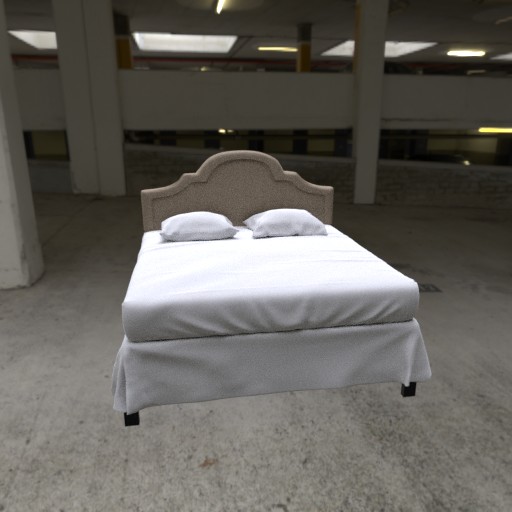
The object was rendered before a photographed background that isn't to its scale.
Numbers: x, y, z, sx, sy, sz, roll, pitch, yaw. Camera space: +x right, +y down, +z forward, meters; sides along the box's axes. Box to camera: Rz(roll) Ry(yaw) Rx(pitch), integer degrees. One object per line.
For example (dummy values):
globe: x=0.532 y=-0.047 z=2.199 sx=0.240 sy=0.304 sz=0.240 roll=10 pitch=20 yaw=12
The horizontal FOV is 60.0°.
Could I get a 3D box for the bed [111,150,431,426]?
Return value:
bed: x=0.000 y=0.000 z=3.758 sx=2.303 sy=1.631 sz=2.222 roll=-3 pitch=17 yaw=-9
